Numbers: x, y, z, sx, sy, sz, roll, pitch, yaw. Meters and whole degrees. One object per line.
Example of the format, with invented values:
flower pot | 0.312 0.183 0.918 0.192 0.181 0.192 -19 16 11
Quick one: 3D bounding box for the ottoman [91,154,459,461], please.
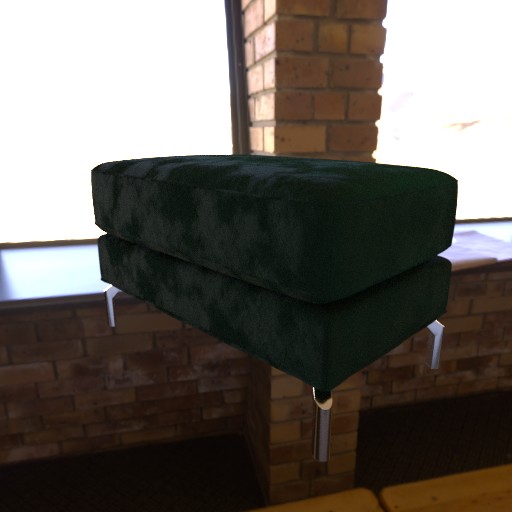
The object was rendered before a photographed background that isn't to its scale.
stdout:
ottoman | 0.000 0.000 1.224 0.536 0.533 0.886 -16 22 -43
